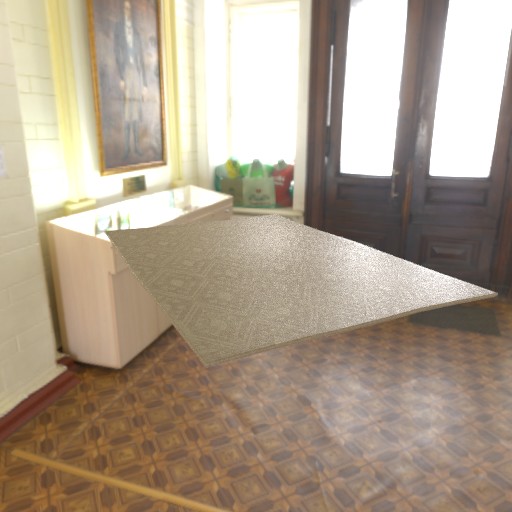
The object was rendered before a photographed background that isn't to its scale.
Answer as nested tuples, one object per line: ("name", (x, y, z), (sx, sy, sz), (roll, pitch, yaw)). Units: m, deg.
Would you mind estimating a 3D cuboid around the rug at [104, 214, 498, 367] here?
("rug", (0.000, 0.000, 2.284), (1.252, 0.034, 1.829), (-8, 18, -26))
